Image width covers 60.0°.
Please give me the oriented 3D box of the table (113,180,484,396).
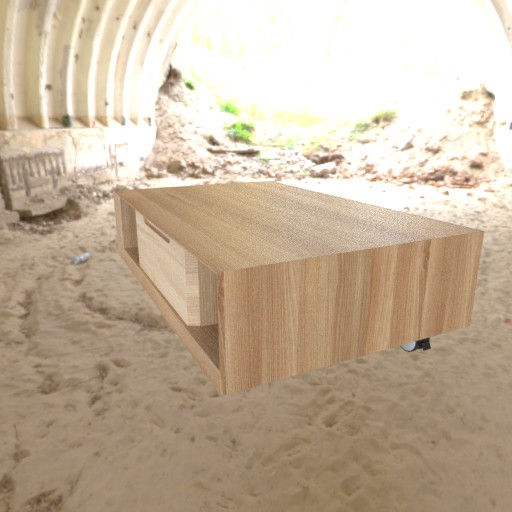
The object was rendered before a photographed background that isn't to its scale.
[{"bbox_3d":[0.000,0.000,1.453,0.700,0.330,1.100,-8,19,-25],"label":"table"}]
